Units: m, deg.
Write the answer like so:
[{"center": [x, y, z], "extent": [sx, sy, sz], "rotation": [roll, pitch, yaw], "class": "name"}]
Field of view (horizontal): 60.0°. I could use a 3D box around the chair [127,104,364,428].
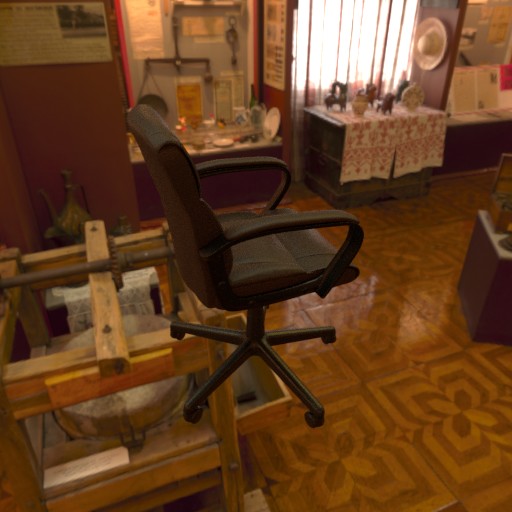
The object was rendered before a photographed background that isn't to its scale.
[{"center": [0.000, 0.000, 1.514], "extent": [0.717, 1.004, 0.739], "rotation": [-10, 32, -17], "class": "chair"}]
